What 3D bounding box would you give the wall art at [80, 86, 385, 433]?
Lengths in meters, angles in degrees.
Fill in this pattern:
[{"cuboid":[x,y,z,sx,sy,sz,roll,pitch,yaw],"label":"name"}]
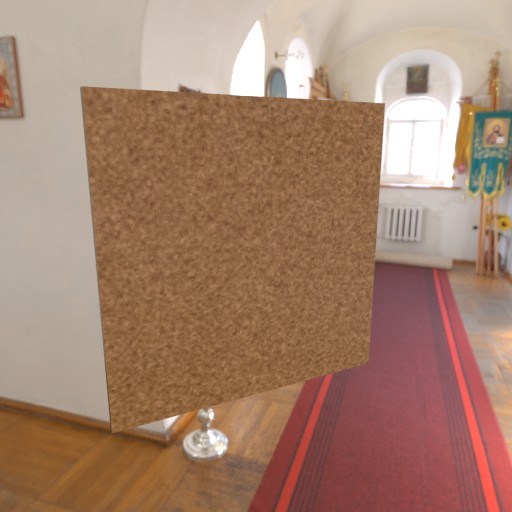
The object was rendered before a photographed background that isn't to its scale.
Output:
[{"cuboid":[0.000,0.000,0.653,0.446,0.445,0.014,-7,15,-26],"label":"wall art"}]
